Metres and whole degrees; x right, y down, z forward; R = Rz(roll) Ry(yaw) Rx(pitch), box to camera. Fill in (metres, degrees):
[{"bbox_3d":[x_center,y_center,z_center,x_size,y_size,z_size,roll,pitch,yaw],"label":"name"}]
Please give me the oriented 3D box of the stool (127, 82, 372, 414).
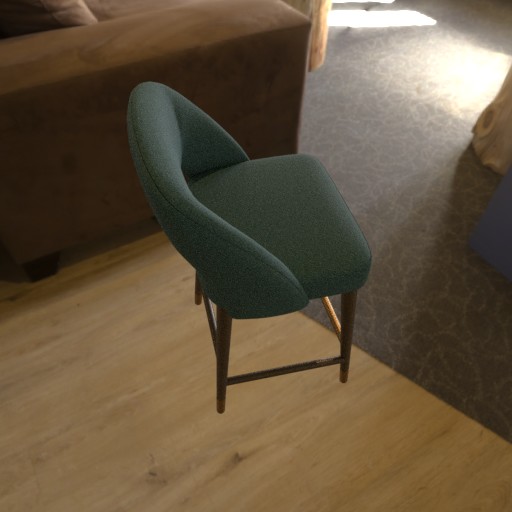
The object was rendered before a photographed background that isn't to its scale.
[{"bbox_3d":[0.000,0.000,1.245,0.522,0.939,0.536,-11,50,-9],"label":"stool"}]
